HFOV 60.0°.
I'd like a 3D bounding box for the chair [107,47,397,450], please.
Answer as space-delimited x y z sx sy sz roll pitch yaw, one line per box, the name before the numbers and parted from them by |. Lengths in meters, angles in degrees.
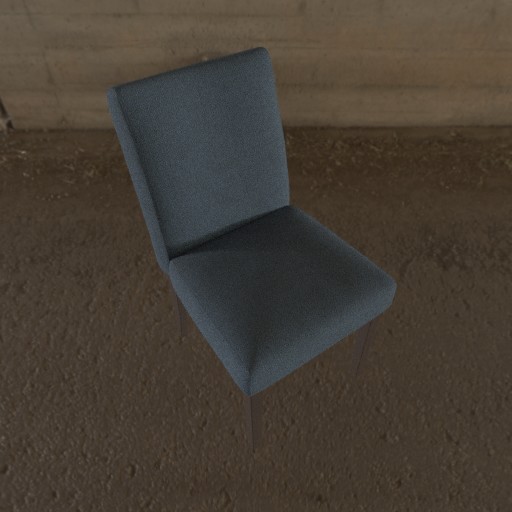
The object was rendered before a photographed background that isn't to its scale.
chair | 0.000 0.000 1.242 0.487 0.882 0.629 -27 52 -23
